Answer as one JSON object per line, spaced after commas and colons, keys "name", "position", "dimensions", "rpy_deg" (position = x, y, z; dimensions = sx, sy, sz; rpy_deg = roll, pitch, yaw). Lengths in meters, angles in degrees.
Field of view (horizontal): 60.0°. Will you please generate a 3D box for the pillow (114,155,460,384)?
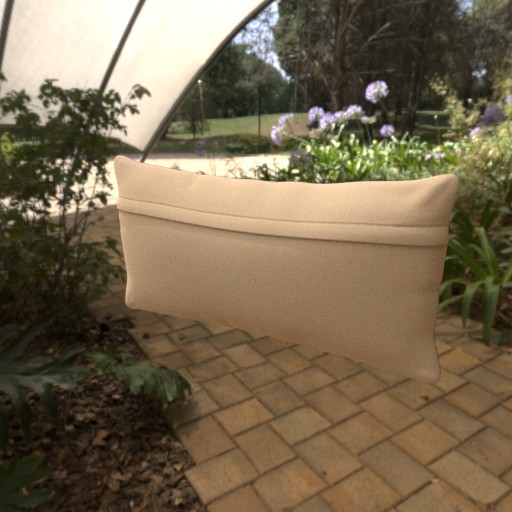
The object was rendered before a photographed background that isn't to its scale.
{"name": "pillow", "position": [0.000, 0.000, 0.736], "dimensions": [0.604, 0.307, 0.148], "rpy_deg": [9, 19, 27]}
